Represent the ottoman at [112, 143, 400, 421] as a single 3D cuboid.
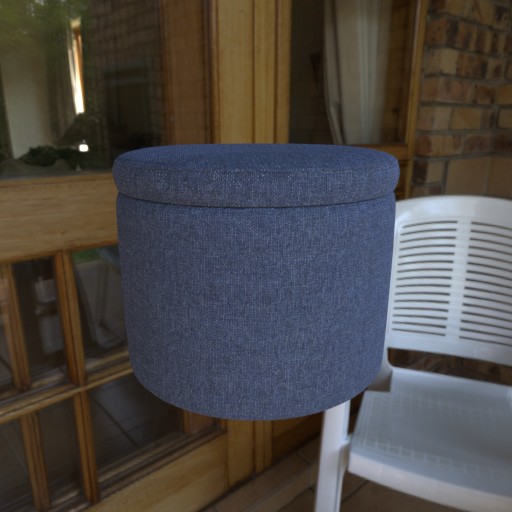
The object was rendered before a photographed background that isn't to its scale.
[{"bbox_3d":[0.000,0.000,0.885,0.520,0.430,0.520,0,16,0],"label":"ottoman"}]
